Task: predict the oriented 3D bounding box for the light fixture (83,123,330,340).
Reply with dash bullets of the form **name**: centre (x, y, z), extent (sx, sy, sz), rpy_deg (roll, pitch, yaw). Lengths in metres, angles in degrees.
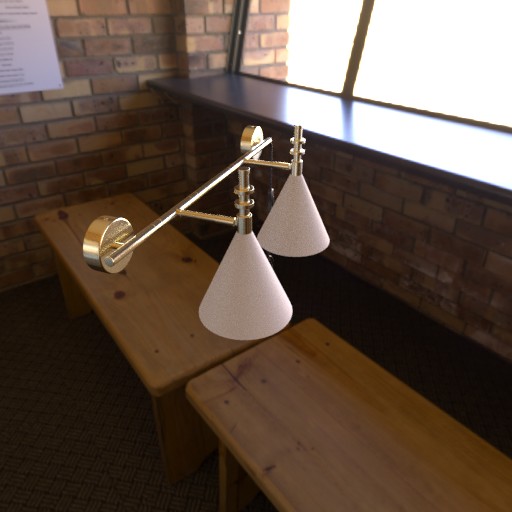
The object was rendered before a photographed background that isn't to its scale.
- **light fixture**: centre (0.000, 0.000, 0.879), extent (0.239, 0.468, 0.642), rpy_deg (11, 32, 18)
